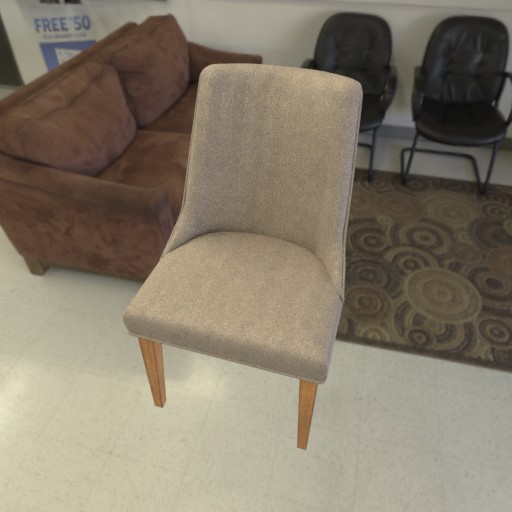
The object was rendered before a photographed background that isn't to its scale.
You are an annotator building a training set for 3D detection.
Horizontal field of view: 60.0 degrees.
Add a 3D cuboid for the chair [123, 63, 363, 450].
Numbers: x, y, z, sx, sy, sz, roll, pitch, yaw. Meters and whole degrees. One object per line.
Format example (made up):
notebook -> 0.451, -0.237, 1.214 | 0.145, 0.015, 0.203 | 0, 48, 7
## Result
chair -> 0.000, 0.000, 1.305 | 0.548, 0.916, 0.636 | 11, 44, 12
